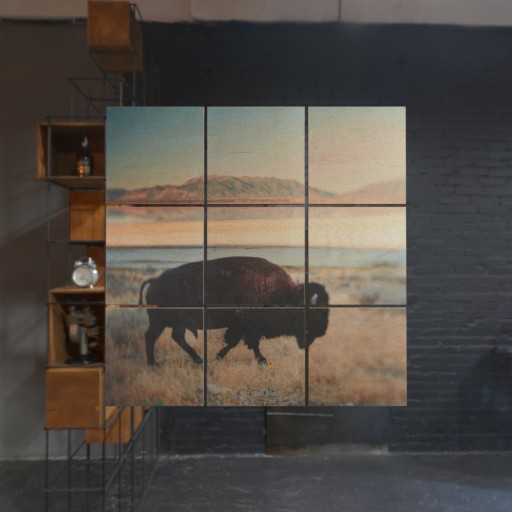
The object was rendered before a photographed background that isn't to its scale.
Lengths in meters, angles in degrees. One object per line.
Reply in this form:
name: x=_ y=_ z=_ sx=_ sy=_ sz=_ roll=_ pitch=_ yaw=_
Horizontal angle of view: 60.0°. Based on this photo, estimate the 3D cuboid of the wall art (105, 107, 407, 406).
wall art: x=0.000 y=0.000 z=1.347 sx=0.906 sy=0.904 sz=0.018 roll=0 pitch=-1 yaw=0
